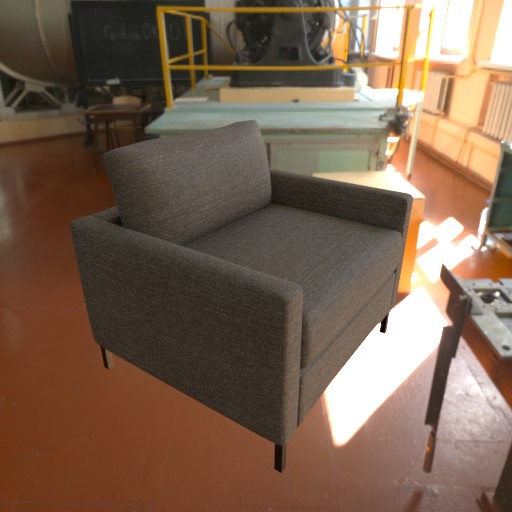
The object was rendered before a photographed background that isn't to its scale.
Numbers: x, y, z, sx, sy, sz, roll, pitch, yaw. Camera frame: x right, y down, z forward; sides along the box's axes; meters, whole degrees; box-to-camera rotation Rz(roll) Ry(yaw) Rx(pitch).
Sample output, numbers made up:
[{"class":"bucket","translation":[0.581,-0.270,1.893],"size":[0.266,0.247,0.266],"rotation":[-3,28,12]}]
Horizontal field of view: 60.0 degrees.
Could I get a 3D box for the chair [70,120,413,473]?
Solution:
[{"class":"chair","translation":[0.000,0.000,1.615],"size":[0.845,0.841,0.940],"rotation":[17,31,31]}]
